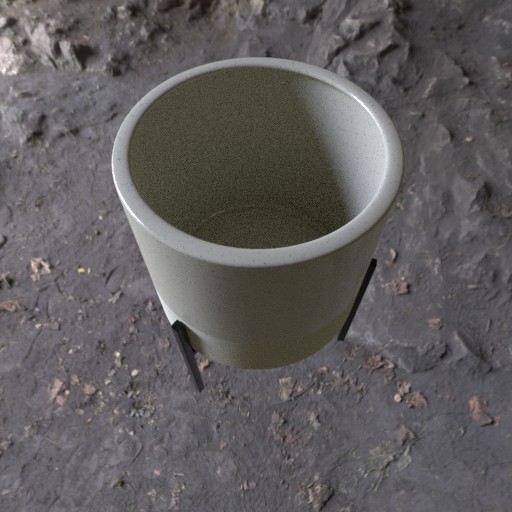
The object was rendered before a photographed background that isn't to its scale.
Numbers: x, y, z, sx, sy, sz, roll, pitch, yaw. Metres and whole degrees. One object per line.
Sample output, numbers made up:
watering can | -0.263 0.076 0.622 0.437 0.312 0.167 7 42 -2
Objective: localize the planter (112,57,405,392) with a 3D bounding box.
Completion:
planter | 0.000 0.000 0.330 0.152 0.230 0.159 -17 59 -11
